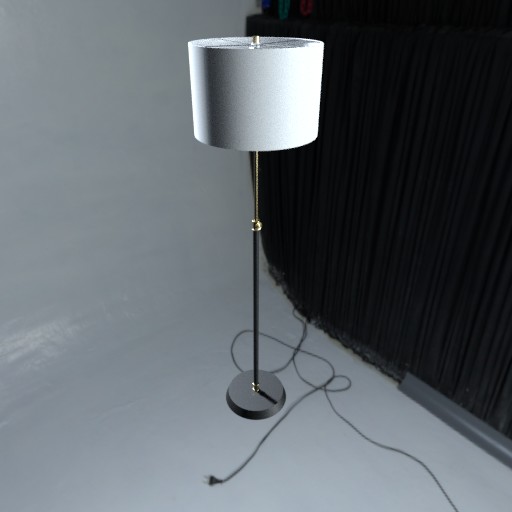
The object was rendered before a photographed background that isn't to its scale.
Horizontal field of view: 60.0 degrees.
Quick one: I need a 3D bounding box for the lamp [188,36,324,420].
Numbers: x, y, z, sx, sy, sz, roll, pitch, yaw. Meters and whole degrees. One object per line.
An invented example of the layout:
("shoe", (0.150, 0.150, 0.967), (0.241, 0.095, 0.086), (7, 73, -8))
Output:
("lamp", (0.000, 0.000, 1.704), (0.404, 1.517, 0.404), (-22, 37, -33))
